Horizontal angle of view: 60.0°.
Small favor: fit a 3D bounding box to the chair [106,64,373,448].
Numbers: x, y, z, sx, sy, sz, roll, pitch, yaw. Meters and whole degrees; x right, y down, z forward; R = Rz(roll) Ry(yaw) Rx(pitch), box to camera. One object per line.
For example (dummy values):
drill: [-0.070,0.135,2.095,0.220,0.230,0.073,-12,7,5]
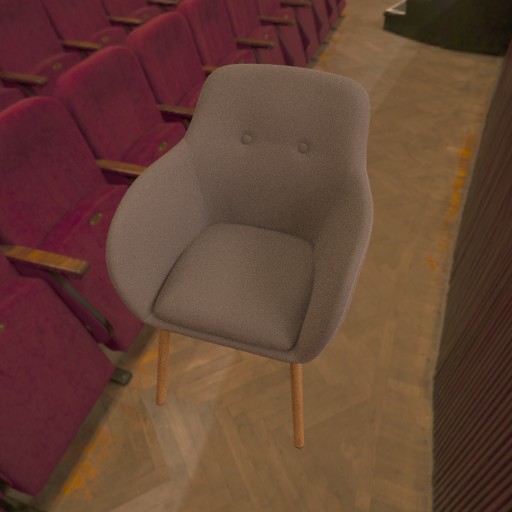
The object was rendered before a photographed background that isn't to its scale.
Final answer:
chair: [0.000,0.000,1.218,0.570,0.830,0.590,12,44,13]
